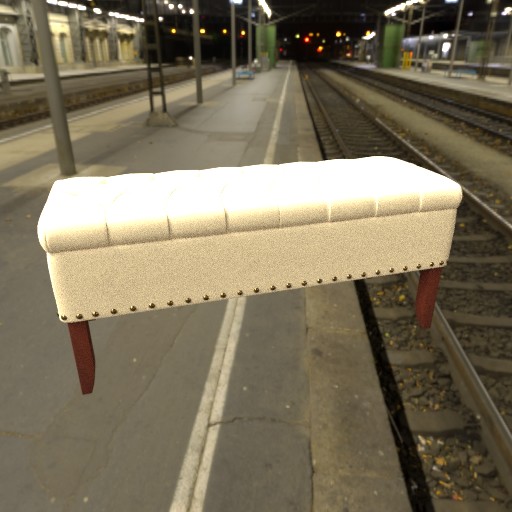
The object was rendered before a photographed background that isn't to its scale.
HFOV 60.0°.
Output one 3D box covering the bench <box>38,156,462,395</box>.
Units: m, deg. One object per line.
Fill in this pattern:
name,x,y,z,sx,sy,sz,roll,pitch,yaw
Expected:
bench,0.000,0.000,1.289,1.054,0.470,0.400,-7,26,-15
